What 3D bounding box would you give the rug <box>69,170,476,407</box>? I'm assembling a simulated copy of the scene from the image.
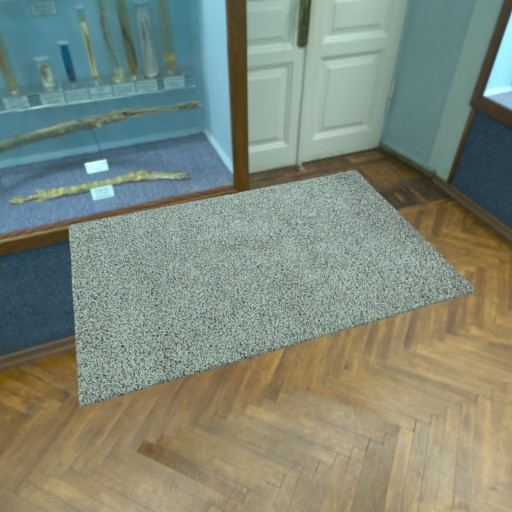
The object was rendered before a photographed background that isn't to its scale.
[{"bbox_3d":[0.000,0.000,3.473,2.743,0.030,1.778,-13,43,-14],"label":"rug"}]
